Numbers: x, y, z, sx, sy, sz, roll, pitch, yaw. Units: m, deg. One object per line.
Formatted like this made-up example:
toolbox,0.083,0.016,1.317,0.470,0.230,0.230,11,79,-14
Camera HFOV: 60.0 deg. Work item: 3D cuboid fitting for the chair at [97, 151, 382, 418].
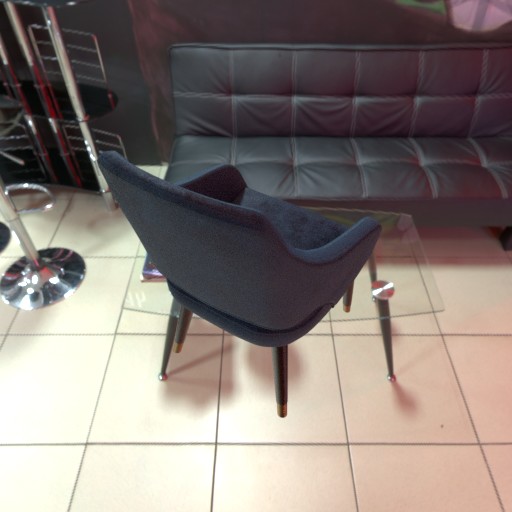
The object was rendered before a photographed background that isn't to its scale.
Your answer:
chair,0.000,0.000,1.580,0.683,1.081,0.794,25,50,22
